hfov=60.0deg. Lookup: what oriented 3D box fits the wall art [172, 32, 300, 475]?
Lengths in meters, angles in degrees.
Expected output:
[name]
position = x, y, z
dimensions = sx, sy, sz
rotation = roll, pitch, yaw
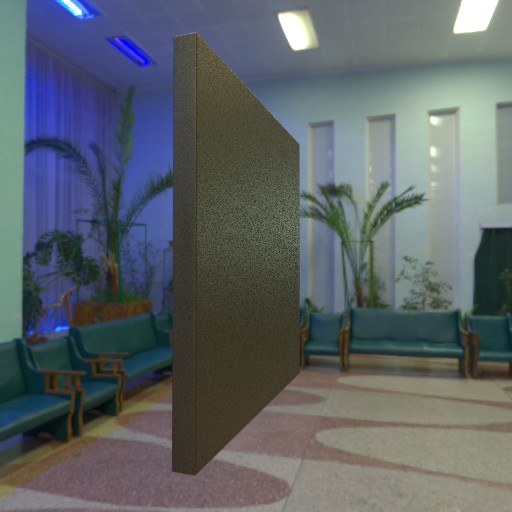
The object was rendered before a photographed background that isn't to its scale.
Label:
[wall art]
position = 0.000, 0.000, 0.747
dimensions = 0.031, 0.506, 0.503
rotation = 0, -1, 19
